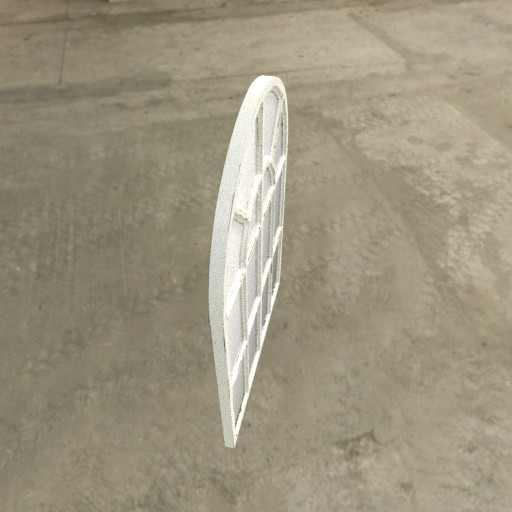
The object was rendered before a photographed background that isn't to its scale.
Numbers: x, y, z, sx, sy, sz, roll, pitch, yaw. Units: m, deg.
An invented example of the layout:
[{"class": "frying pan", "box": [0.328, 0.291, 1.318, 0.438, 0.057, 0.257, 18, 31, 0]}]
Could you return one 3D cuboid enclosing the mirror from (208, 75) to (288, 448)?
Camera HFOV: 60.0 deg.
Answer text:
[{"class": "mirror", "box": [0.000, 0.000, 1.182, 0.032, 0.920, 0.660, 10, 46, 10]}]
